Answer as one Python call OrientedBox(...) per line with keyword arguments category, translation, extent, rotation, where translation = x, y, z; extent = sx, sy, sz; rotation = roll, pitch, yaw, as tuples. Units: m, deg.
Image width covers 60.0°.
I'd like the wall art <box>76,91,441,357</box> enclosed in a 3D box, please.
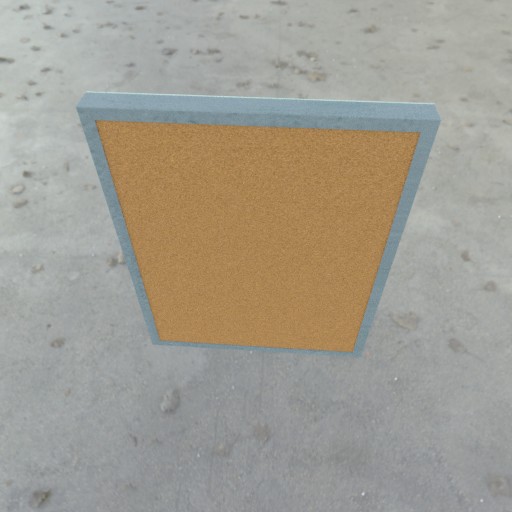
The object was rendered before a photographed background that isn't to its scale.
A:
OrientedBox(category="wall art", translation=(0.000, 0.000, 0.693), extent=(0.409, 0.509, 0.037), rotation=(3, 47, 3))
